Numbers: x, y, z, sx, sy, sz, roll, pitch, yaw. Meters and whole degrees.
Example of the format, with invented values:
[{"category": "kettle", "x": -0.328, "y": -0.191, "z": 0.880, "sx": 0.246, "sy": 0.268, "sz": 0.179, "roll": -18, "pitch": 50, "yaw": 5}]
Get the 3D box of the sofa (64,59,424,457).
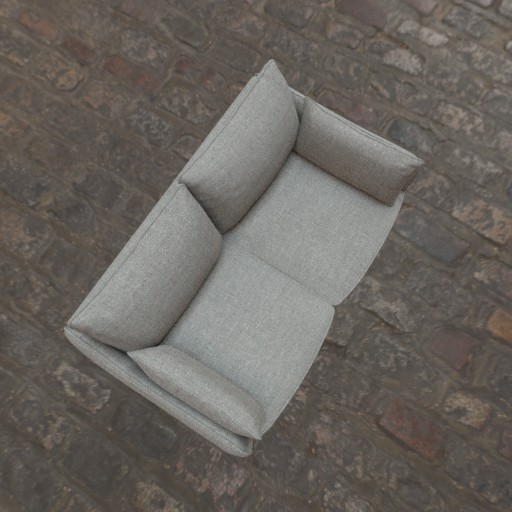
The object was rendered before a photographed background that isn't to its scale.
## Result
[{"category": "sofa", "x": 0.000, "y": 0.000, "z": 2.108, "sx": 0.972, "sy": 0.851, "sz": 1.580, "roll": 32, "pitch": 77, "yaw": 8}]
